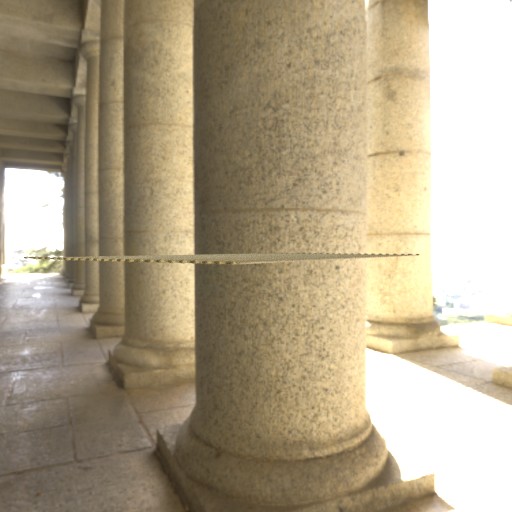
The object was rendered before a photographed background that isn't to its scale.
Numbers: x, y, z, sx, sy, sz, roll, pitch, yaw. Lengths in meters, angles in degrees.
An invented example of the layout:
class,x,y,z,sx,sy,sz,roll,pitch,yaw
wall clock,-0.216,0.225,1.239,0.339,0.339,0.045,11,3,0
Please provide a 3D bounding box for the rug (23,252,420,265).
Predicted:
class,x,y,z,sx,sy,sz,roll,pitch,yaw
rug,0.000,0.000,2.331,1.162,0.013,1.875,1,1,36
